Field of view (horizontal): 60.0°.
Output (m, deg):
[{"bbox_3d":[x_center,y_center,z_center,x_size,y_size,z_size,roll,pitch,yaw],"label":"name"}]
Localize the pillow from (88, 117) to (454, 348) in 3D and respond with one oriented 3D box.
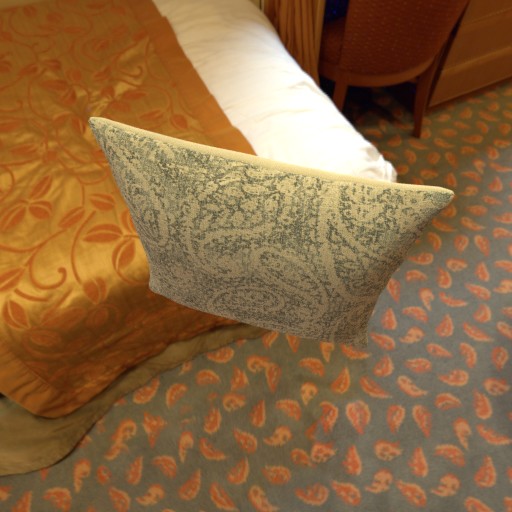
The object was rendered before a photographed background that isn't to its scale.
[{"bbox_3d":[0.000,0.000,0.813,0.523,0.510,0.166,14,59,9],"label":"pillow"}]
